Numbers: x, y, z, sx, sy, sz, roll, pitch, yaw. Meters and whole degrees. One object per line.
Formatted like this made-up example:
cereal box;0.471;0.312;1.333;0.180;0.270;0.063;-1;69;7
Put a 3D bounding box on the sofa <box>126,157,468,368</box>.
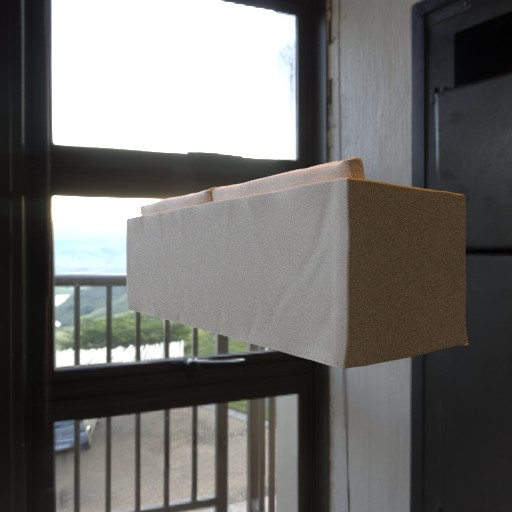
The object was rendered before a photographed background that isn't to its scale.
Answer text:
sofa;0.000;0.000;3.335;1.036;0.999;2.779;0;0;-36
